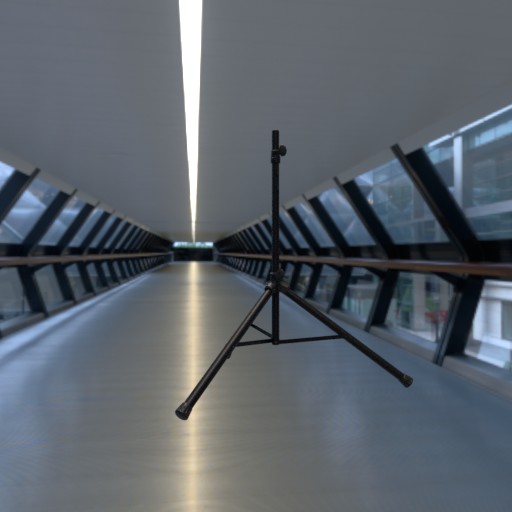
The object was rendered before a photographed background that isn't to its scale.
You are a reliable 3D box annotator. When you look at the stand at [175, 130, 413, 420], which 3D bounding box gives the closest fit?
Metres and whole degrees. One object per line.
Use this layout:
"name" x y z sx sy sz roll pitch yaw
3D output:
"stand" 0.000 0.000 1.874 1.045 1.136 0.907 -1 -1 36
